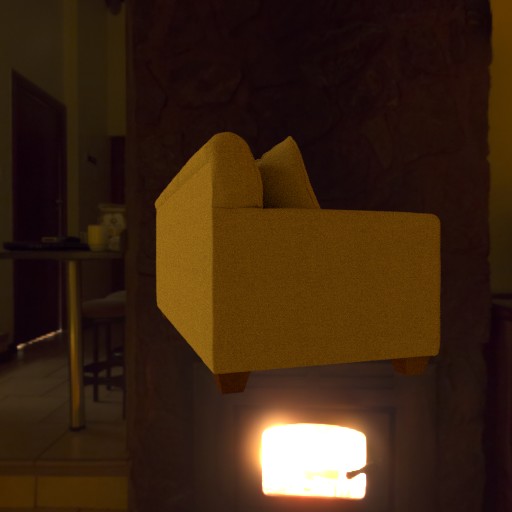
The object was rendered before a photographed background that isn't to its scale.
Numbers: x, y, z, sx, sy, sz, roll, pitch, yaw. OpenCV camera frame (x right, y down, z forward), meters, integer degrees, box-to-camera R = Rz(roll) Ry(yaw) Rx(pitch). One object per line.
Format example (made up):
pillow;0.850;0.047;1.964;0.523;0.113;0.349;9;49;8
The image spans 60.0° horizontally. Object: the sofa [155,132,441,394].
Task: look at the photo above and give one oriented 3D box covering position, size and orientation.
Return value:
sofa;0.000;0.000;2.602;0.997;0.958;2.024;0;0;-18
